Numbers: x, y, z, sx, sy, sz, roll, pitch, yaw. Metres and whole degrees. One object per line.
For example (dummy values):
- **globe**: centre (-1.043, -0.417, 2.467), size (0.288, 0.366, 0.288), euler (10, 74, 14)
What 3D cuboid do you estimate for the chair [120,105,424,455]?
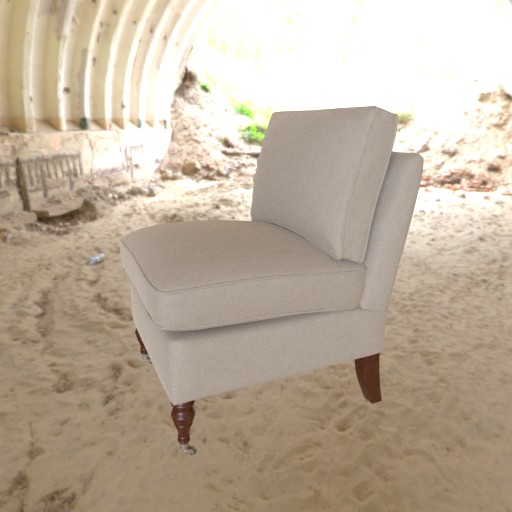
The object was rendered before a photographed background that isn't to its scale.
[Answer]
- **chair**: centre (0.000, 0.000, 1.661), size (0.912, 1.052, 0.724), euler (-7, 18, -24)
